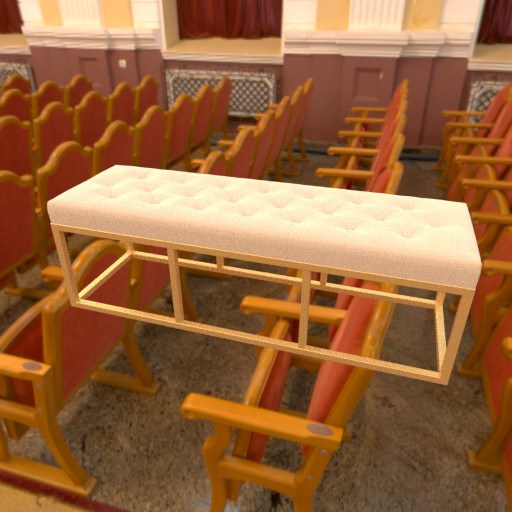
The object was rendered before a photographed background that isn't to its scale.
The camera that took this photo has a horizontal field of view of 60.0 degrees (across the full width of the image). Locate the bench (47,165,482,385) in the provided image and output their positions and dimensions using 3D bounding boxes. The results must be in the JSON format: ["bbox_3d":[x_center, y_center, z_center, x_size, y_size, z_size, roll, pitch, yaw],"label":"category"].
[{"bbox_3d":[0.000,0.000,1.722,1.473,0.484,0.457,9,31,15],"label":"bench"}]
